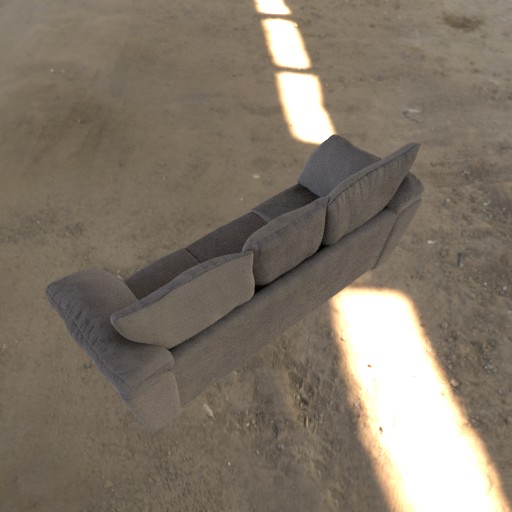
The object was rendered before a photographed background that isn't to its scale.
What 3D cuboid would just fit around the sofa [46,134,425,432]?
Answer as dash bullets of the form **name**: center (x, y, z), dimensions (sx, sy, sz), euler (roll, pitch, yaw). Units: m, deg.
- **sofa**: center (0.000, 0.000, 2.833), dimensions (2.336, 1.073, 0.878), euler (-32, 54, -26)
